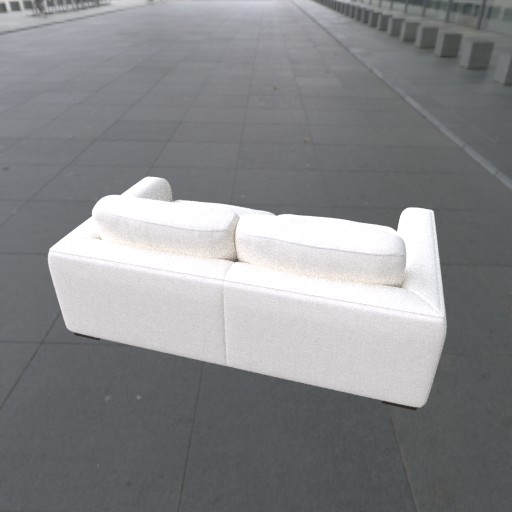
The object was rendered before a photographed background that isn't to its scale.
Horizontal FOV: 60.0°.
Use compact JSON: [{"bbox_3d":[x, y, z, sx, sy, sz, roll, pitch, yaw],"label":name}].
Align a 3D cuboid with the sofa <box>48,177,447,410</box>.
[{"bbox_3d":[0.000,0.000,2.488,1.920,0.801,1.069,9,33,14],"label":"sofa"}]
